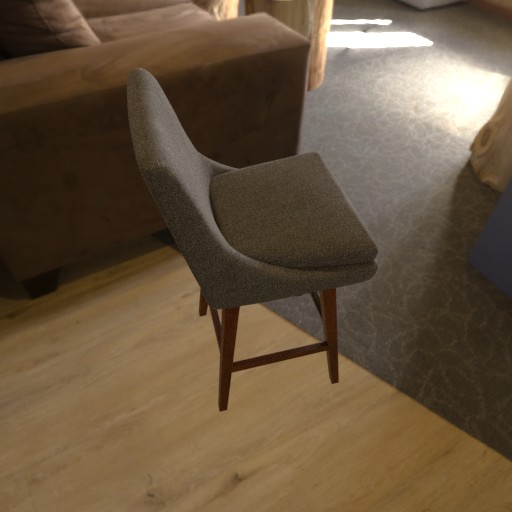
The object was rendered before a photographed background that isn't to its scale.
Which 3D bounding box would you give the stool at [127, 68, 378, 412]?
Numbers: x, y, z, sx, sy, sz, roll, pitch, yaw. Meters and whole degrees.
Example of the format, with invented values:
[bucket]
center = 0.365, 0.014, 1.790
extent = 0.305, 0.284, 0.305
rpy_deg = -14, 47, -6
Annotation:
[stool]
center = 0.000, 0.000, 1.382
extent = 0.572, 1.068, 0.489
rpy_deg = -11, 48, -10
